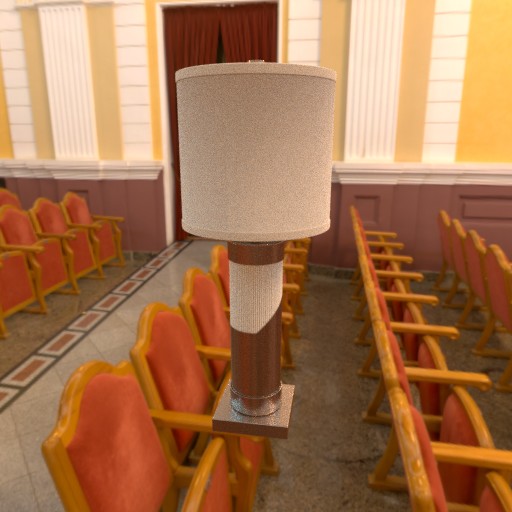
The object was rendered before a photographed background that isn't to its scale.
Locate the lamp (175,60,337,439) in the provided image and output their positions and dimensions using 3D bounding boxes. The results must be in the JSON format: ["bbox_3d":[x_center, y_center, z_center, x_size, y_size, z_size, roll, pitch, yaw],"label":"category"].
[{"bbox_3d":[0.000,0.000,0.627,0.202,0.509,0.202,3,16,10],"label":"lamp"}]
